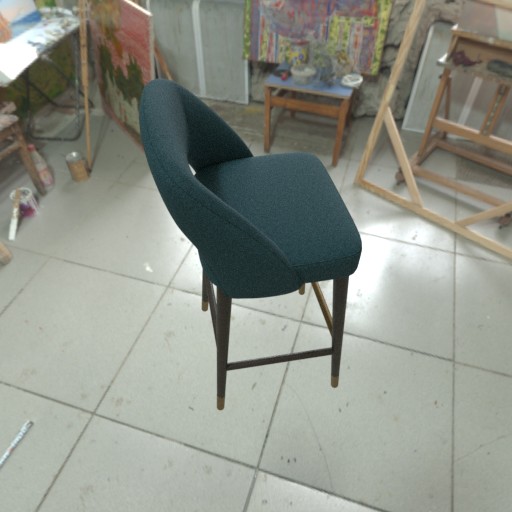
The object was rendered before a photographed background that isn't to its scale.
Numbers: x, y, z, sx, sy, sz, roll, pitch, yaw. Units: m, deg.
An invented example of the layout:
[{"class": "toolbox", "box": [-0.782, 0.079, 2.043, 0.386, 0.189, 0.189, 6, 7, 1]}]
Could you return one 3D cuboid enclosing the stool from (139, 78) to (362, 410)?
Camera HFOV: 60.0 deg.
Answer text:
[{"class": "stool", "box": [0.000, 0.000, 1.358, 0.522, 1.032, 0.536, -9, 48, -8]}]
